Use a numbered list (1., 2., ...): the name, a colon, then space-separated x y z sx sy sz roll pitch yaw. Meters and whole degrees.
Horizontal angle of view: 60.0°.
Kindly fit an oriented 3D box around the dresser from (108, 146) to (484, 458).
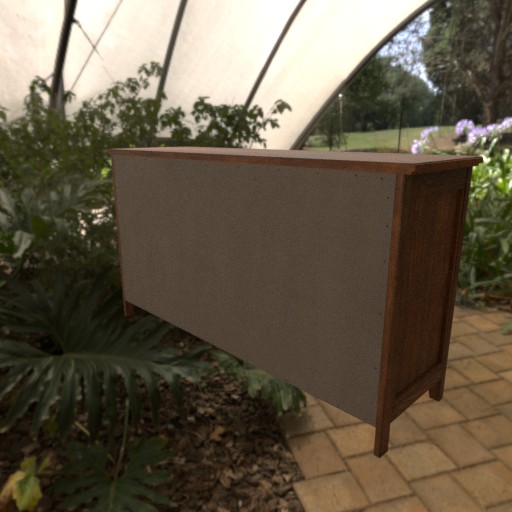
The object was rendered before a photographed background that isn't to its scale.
1. dresser: 0.000 0.000 1.863 0.463 0.856 1.551 -15 21 -43
